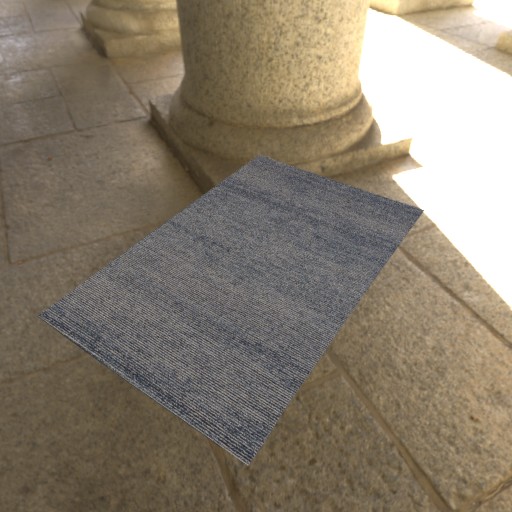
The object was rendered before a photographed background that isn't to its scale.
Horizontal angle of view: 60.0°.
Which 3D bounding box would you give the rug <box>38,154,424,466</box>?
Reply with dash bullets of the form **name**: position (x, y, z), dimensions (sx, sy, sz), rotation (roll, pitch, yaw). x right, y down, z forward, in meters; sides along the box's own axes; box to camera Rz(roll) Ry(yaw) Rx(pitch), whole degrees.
- **rug**: position (0.000, 0.000, 2.227), dimensions (1.135, 0.010, 1.740), rotation (25, 48, 25)
